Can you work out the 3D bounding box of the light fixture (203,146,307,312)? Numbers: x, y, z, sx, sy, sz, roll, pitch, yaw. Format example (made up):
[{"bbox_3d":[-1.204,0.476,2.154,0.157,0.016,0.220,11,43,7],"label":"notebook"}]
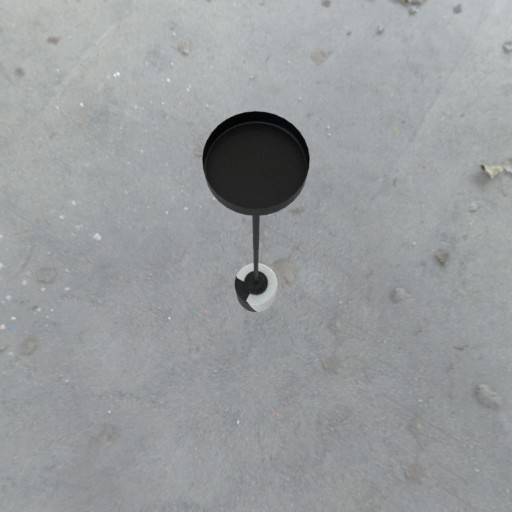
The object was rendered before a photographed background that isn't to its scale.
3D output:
[{"bbox_3d":[0.000,0.000,0.924,0.123,0.863,0.123,32,77,8],"label":"light fixture"}]
